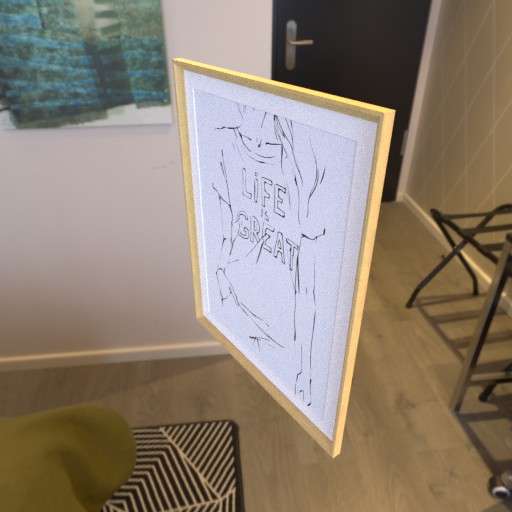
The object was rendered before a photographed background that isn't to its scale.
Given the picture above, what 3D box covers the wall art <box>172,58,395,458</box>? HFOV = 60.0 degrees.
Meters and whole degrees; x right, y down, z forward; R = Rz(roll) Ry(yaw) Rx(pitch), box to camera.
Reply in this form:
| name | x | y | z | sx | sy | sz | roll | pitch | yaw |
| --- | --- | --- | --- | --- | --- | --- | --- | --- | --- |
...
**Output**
| name | x | y | z | sx | sy | sz | roll | pitch | yaw |
| --- | --- | --- | --- | --- | --- | --- | --- | --- | --- |
| wall art | 0.000 | 0.000 | 1.326 | 0.030 | 1.002 | 0.798 | -22 | 38 | -31 |
